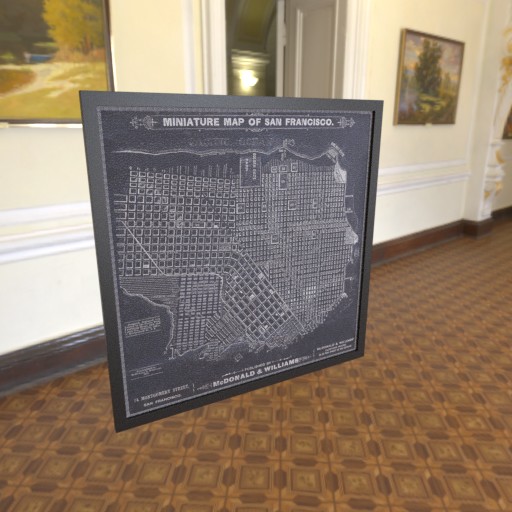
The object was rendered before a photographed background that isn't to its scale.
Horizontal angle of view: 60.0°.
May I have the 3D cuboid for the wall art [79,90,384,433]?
[{"bbox_3d":[0.000,0.000,1.189,0.807,0.807,0.022,-9,19,-27],"label":"wall art"}]
